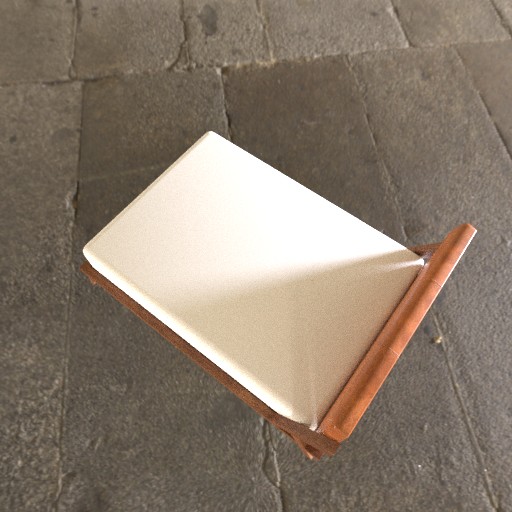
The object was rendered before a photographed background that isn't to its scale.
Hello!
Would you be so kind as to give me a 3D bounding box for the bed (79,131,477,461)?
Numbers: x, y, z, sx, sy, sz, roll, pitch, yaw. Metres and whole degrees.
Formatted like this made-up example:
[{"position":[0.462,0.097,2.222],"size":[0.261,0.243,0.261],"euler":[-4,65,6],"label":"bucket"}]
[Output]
[{"position":[0.000,0.000,3.270],"size":[2.311,1.168,1.651],"euler":[34,68,16],"label":"bed"}]
